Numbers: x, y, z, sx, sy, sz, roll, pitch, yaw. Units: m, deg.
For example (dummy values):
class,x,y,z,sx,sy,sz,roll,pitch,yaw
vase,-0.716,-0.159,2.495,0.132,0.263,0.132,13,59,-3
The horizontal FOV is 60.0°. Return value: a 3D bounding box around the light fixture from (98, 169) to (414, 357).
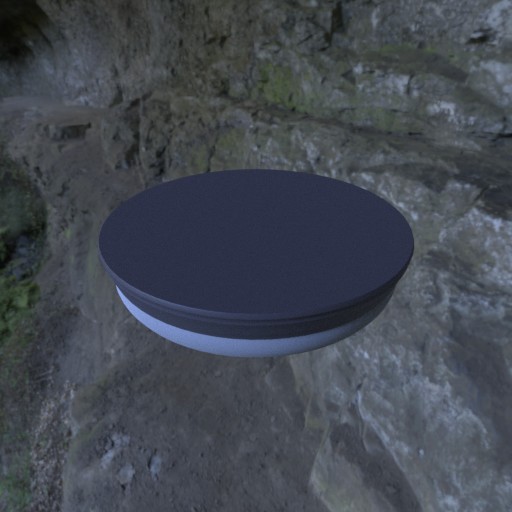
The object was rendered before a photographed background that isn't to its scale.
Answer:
class,x,y,z,sx,sy,sz,roll,pitch,yaw
light fixture,0.000,0.000,0.562,0.368,0.100,0.368,0,31,0
